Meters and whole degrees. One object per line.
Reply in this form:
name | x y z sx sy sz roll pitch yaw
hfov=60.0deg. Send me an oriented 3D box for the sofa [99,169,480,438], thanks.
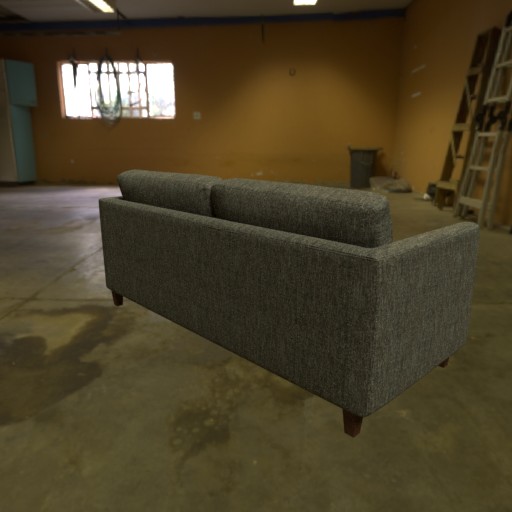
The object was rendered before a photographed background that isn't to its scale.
sofa | 0.000 0.000 2.642 0.948 0.960 2.208 -13 20 -42
